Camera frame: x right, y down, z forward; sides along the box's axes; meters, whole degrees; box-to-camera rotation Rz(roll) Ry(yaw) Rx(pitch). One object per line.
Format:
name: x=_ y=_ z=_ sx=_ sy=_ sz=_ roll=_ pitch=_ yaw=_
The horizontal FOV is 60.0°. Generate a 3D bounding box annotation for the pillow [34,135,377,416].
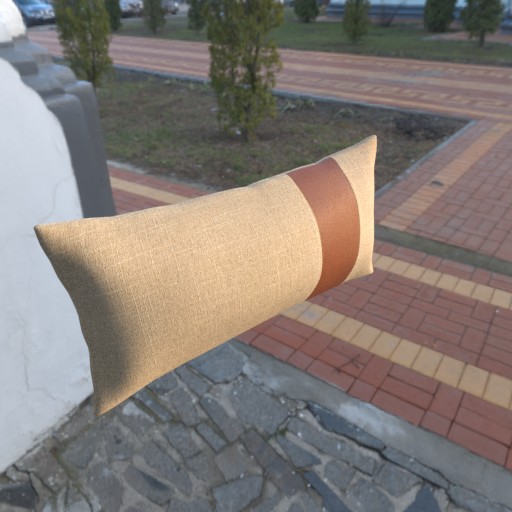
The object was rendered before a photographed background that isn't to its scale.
pillow: x=0.000 y=0.000 z=0.728 sx=0.612 sy=0.282 sz=0.155 roll=-22 pitch=37 yaw=-32
